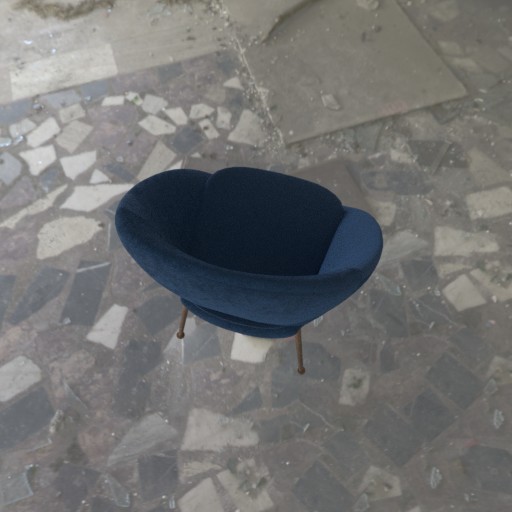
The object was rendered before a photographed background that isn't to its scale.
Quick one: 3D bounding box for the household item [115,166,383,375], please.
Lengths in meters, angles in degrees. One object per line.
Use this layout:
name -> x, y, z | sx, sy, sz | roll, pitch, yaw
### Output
household item -> 0.000, 0.000, 1.273 | 0.623, 0.852, 0.573 | 15, 64, 7
